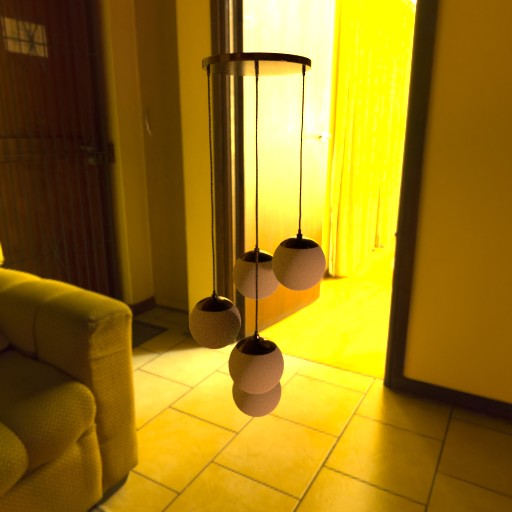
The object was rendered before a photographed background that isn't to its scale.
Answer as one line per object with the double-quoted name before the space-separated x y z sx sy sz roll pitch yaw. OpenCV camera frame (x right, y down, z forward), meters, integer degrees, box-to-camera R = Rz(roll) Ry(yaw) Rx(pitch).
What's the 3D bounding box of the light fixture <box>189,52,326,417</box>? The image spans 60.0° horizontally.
"light fixture" 0.000 0.000 1.565 0.489 1.271 0.484 3 15 10
